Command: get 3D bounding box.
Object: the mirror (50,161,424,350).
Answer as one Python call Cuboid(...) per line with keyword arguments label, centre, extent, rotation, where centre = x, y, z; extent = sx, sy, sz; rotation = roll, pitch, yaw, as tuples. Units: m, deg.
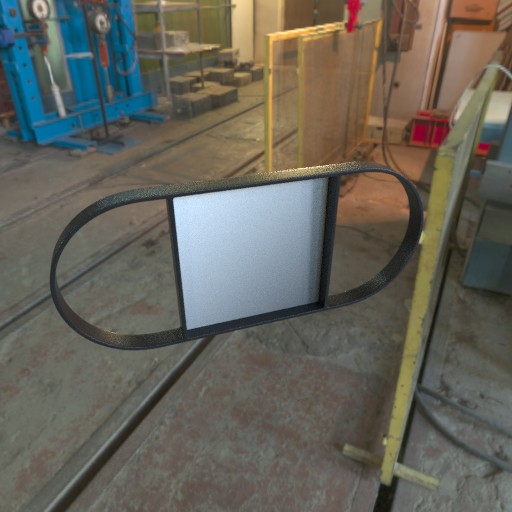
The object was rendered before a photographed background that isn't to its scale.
Cuboid(label="mirror", centre=(0.000, 0.000, 0.683), extent=(0.584, 0.254, 0.032), rotation=(-10, 33, -16))
